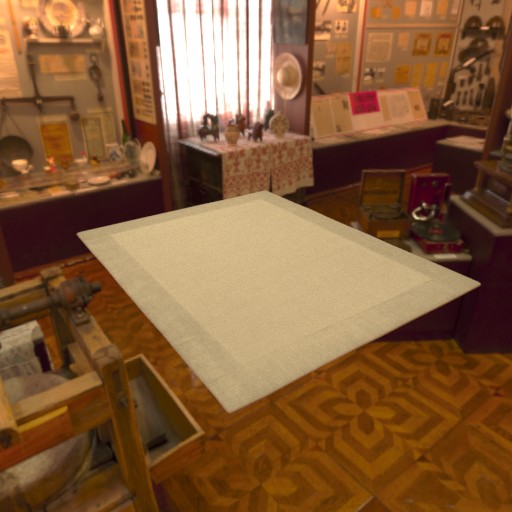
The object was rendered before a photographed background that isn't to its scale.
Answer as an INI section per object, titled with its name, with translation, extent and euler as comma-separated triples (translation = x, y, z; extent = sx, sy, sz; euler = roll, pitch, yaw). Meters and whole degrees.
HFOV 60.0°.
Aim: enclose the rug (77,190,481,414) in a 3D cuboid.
[rug]
translation = 0.000, 0.000, 4.088
extent = 2.430, 0.018, 2.976
euler = -18, 31, -31
